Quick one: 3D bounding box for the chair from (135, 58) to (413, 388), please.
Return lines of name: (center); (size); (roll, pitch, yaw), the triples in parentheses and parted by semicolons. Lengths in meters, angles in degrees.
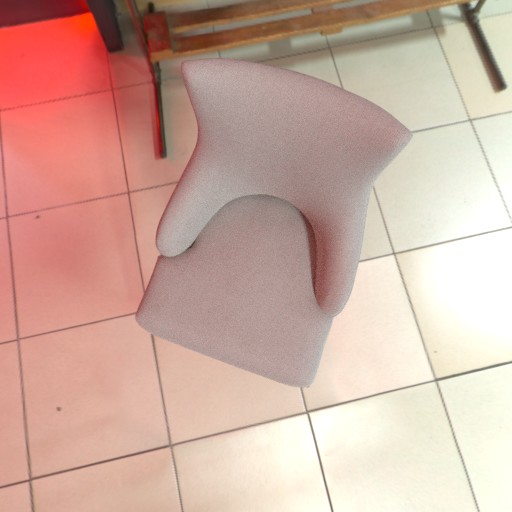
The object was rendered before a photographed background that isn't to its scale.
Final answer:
chair: (0.000, 0.000, 1.296); (0.566, 0.909, 0.629); (19, 76, 5)
